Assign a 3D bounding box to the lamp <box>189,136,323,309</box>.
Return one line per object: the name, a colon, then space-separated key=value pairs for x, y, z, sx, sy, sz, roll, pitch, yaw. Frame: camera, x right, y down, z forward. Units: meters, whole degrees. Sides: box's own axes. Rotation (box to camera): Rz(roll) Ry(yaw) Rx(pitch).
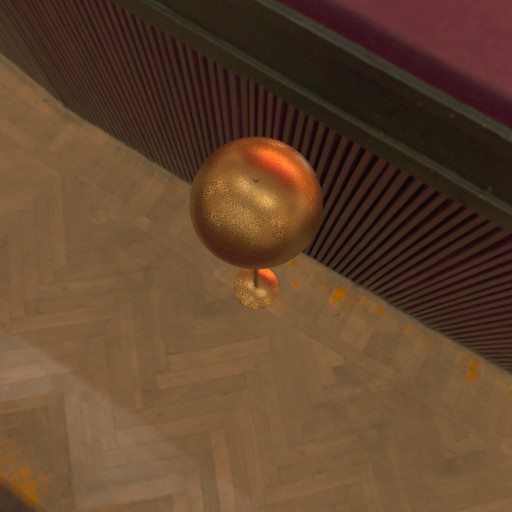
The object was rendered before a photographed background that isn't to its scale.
lamp: x=0.000 y=0.000 z=1.654 sx=0.328 sy=1.480 sz=0.328 roll=33 pitch=79 yaw=7
